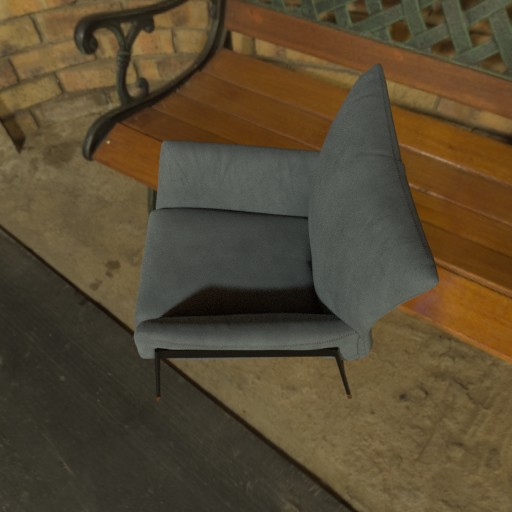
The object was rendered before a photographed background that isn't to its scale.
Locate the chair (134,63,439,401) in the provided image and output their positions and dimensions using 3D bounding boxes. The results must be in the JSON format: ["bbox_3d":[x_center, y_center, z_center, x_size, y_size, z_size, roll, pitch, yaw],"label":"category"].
[{"bbox_3d":[0.000,0.000,1.351,0.709,0.858,0.678,-1,57,0],"label":"chair"}]
